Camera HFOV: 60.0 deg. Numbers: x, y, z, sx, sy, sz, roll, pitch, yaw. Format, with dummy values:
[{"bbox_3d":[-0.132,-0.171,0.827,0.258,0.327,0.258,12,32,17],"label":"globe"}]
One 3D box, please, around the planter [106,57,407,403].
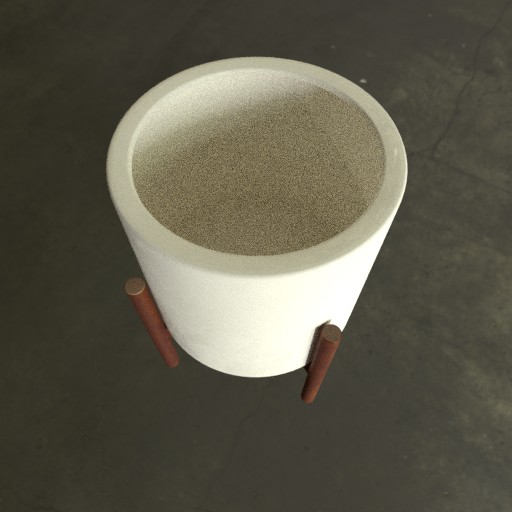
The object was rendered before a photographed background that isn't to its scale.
[{"bbox_3d":[0.000,0.000,0.869,0.420,0.581,0.421,15,60,9],"label":"planter"}]
